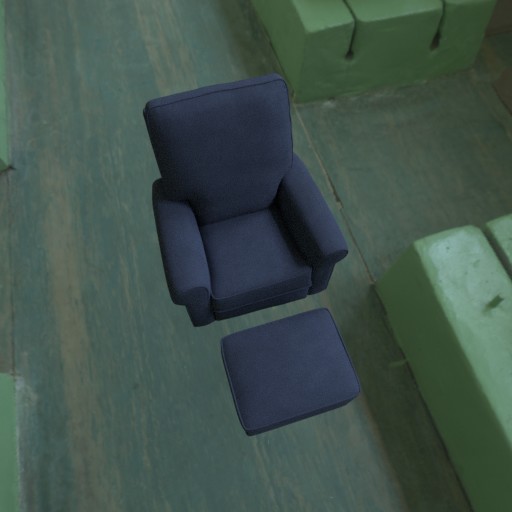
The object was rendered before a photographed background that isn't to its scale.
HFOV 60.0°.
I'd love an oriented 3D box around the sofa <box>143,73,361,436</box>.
[{"bbox_3d":[0.000,0.000,2.129,0.880,0.959,1.478,-15,64,-8],"label":"sofa"}]
